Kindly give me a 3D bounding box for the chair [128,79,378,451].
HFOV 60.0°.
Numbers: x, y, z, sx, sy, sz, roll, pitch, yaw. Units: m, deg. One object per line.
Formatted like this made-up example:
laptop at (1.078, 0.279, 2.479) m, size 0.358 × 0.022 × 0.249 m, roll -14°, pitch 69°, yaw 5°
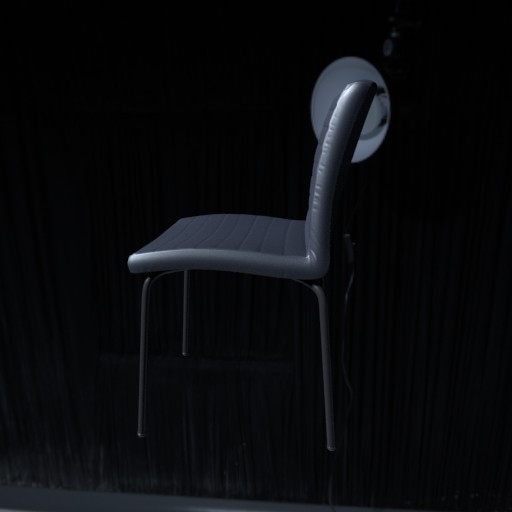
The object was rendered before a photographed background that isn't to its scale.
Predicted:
chair at (0.000, 0.000, 1.211) m, size 0.572 × 0.872 × 0.450 m, roll 2°, pitch 17°, yaw 6°
